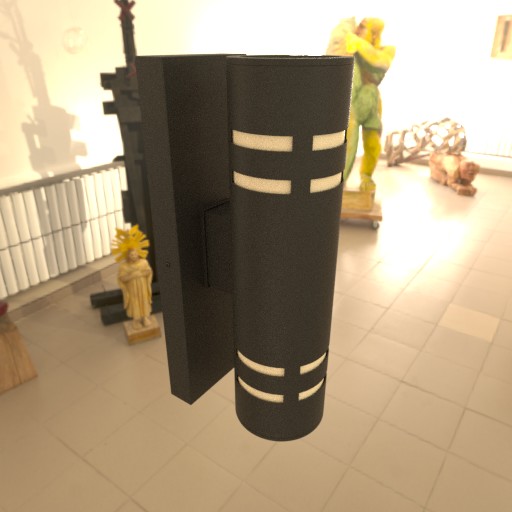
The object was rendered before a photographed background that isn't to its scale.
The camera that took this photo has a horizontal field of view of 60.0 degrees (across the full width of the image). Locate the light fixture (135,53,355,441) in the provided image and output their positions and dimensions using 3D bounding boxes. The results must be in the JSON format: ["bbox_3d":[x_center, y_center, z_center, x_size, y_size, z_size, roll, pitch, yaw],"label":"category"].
[{"bbox_3d":[0.000,0.000,0.401,0.149,0.330,0.105,17,31,32],"label":"light fixture"}]
